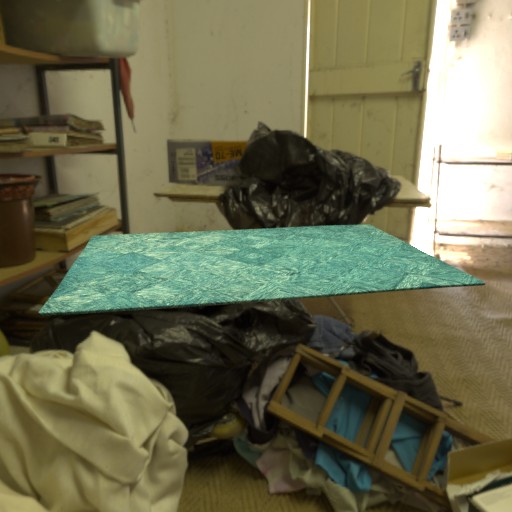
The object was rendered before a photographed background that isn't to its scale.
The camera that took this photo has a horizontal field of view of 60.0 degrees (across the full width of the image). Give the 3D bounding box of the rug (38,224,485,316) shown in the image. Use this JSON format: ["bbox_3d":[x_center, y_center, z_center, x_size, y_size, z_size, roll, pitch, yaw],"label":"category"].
[{"bbox_3d":[0.000,0.000,2.196,1.728,0.017,1.136,-3,17,-10],"label":"rug"}]
